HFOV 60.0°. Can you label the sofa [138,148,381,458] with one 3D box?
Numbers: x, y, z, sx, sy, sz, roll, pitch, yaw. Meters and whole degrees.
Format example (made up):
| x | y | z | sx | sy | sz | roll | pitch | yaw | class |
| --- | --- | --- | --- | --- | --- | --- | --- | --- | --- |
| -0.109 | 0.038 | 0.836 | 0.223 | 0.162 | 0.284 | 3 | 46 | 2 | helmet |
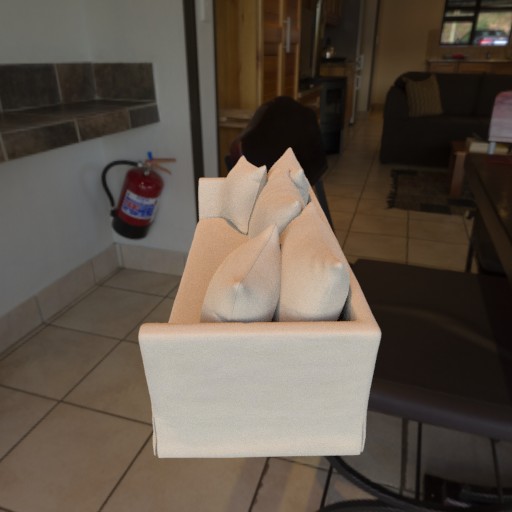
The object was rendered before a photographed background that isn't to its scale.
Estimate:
| x | y | z | sx | sy | sz | roll | pitch | yaw | class |
| --- | --- | --- | --- | --- | --- | --- | --- | --- | --- |
| 0.000 | 0.000 | 2.995 | 1.046 | 1.047 | 2.499 | 0 | 24 | -1 | sofa |
